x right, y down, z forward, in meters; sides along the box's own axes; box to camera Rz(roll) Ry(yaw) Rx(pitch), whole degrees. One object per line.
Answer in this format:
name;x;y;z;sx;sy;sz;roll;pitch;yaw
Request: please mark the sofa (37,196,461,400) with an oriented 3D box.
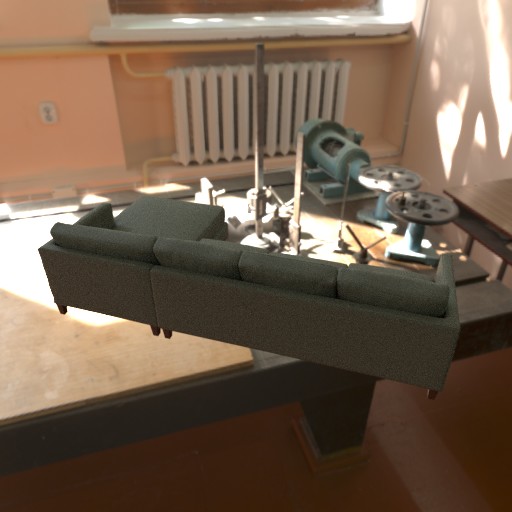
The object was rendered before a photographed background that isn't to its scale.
sofa;0.000;0.000;3.912;3.186;0.861;1.625;10;34;15
